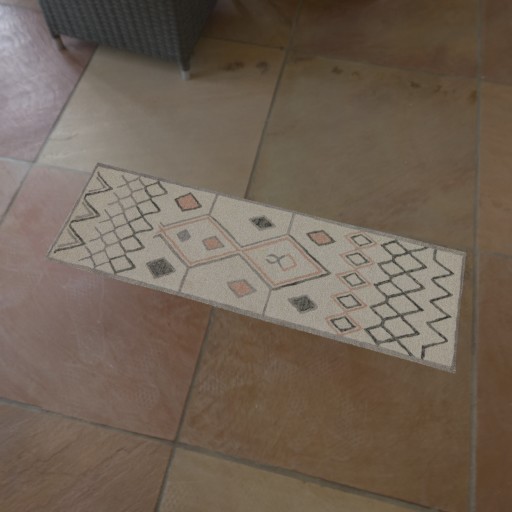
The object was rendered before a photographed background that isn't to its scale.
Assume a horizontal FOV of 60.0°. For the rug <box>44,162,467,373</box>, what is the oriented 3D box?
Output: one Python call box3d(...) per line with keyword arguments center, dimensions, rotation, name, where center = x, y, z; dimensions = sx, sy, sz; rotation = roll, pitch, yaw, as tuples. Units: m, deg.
box3d(center=(0.000, 0.000, 2.670), dimensions=(2.435, 0.011, 0.750), rotation=(15, 65, 7), name="rug")
